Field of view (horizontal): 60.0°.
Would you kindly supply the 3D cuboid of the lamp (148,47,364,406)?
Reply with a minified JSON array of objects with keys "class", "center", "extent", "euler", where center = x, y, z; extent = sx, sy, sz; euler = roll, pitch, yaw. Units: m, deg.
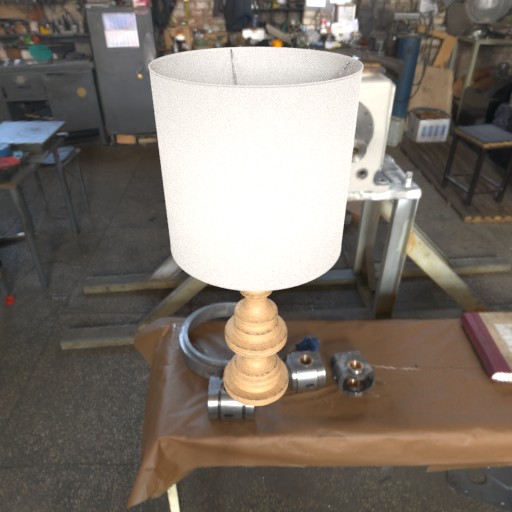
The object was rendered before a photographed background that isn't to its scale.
[{"class":"lamp","center":[0.000,0.000,0.561],"extent":[0.208,0.455,0.208],"euler":[-22,39,-30]}]
